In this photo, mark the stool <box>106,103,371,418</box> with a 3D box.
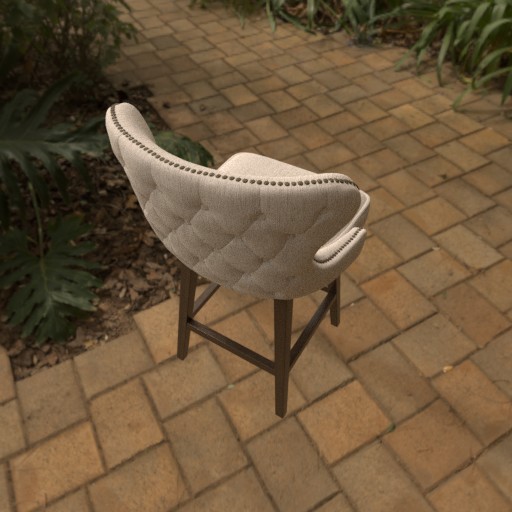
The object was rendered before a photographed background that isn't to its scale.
[{"bbox_3d":[0.000,0.000,1.323,0.615,0.972,0.597,24,50,21],"label":"stool"}]
